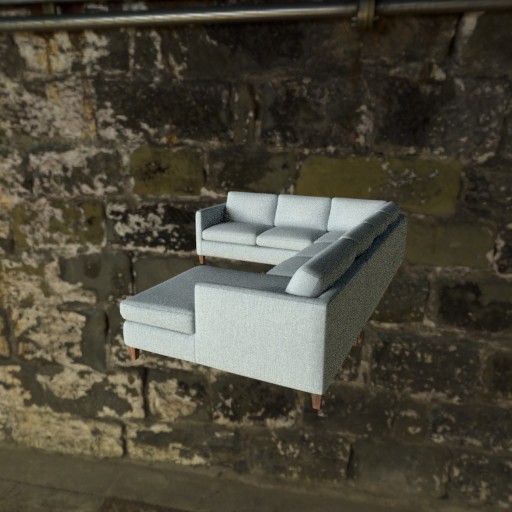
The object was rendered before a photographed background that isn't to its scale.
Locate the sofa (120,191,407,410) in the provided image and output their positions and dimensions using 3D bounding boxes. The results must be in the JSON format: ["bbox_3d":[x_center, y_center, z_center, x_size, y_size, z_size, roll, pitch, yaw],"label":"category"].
[{"bbox_3d":[0.000,0.000,4.566,2.551,0.889,3.403,7,17,25],"label":"sofa"}]
